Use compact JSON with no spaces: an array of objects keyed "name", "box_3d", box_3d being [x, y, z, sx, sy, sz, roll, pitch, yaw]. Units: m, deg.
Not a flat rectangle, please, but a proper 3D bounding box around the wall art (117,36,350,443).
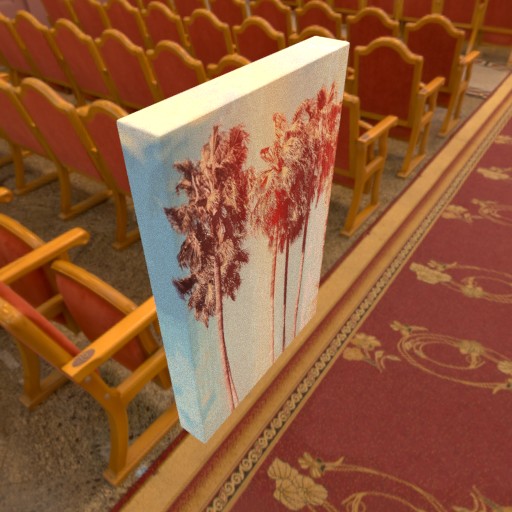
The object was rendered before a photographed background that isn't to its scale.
[{"name":"wall art","box_3d":[0.000,0.000,0.474,0.039,0.380,0.251,25,46,27]}]
